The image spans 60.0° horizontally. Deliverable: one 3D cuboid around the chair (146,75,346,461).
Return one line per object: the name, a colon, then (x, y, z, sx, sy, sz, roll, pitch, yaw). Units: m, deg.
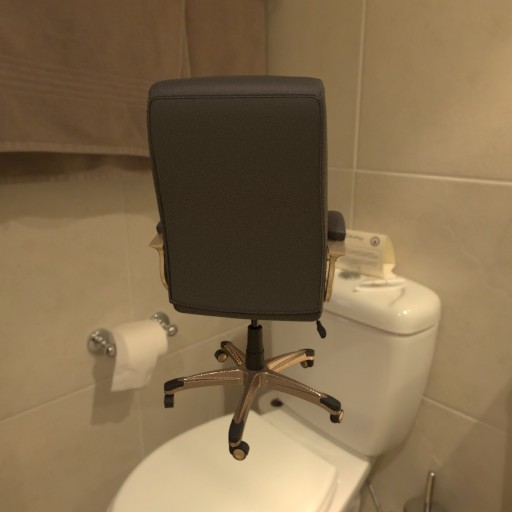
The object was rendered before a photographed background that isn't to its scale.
chair: (0.000, 0.000, 1.641, 0.694, 1.188, 0.748, 3, 16, 9)
